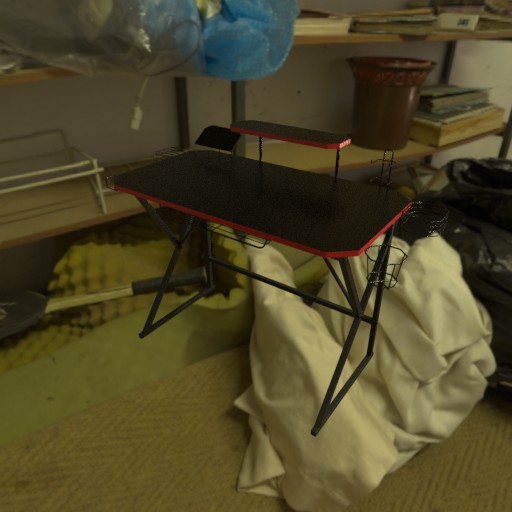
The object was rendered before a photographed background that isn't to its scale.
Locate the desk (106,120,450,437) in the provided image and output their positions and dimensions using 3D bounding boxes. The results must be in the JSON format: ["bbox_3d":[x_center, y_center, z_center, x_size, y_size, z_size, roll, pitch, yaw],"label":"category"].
[{"bbox_3d":[0.000,0.000,1.777,1.280,0.913,0.588,20,35,31],"label":"desk"}]
